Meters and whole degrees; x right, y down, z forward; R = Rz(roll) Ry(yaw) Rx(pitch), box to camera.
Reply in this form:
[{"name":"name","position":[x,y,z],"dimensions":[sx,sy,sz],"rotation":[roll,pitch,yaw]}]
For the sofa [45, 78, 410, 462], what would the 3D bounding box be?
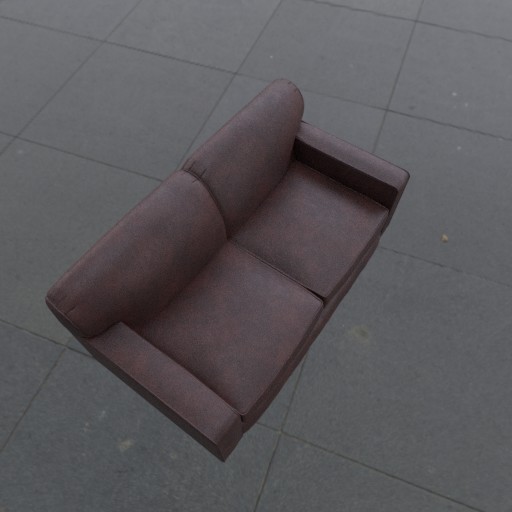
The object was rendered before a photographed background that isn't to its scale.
[{"name":"sofa","position":[0.000,0.000,2.475],"dimensions":[1.000,0.966,1.856],"rotation":[31,63,18]}]
